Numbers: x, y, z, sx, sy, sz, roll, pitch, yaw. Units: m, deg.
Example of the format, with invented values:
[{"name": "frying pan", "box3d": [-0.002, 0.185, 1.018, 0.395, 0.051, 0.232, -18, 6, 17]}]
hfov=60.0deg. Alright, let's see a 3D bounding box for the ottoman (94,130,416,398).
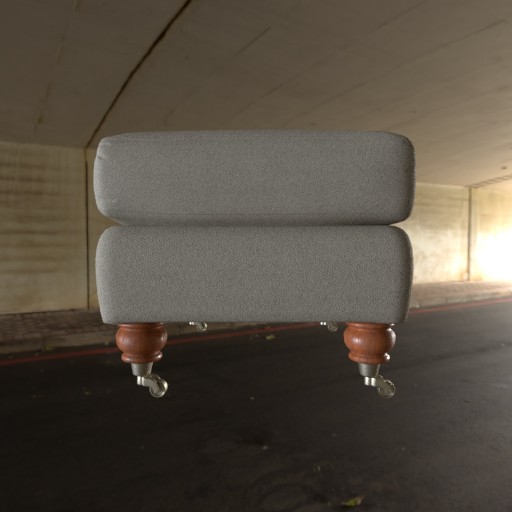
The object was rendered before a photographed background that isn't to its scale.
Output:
[{"name": "ottoman", "box3d": [0.000, 0.000, 1.124, 0.569, 0.504, 0.773, 0, 2, 1]}]
